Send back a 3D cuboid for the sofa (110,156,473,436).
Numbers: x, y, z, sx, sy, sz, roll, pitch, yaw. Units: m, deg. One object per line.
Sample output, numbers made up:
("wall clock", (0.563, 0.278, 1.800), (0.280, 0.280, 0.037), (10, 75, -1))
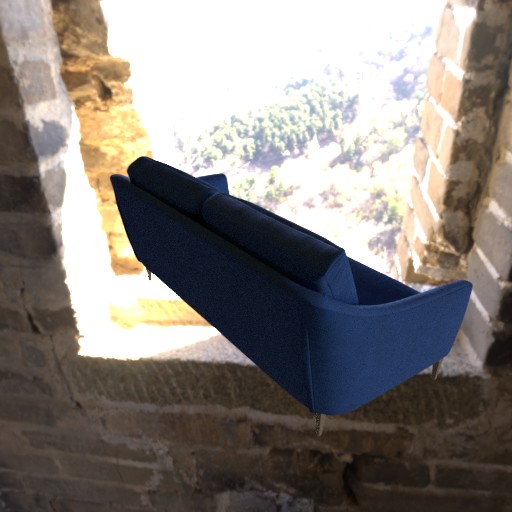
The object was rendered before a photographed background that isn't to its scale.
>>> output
("sofa", (0.000, 0.000, 2.519), (0.960, 0.903, 2.036), (-20, 34, -33))
